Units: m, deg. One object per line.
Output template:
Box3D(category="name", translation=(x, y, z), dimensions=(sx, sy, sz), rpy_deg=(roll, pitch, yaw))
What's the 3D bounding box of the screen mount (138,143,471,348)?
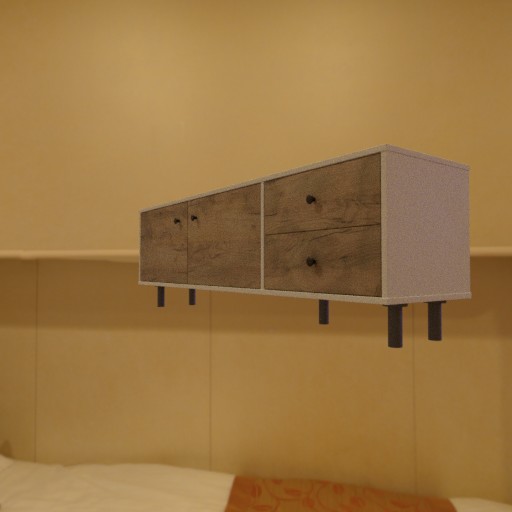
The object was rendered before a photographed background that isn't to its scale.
Box3D(category="screen mount", translation=(0.000, 0.000, 1.846), dimensions=(0.418, 0.520, 1.600), rpy_deg=(1, -2, -37))
